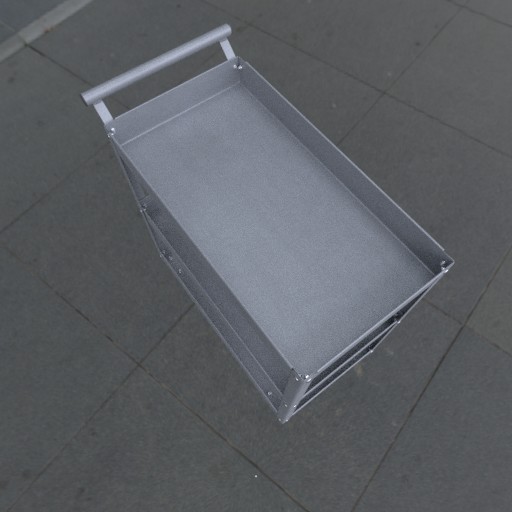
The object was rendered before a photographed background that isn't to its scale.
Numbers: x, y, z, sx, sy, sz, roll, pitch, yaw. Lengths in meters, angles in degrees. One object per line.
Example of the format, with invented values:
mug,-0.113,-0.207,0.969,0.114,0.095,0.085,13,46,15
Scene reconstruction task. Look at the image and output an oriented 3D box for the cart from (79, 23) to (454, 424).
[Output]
cart,0.000,0.000,1.169,0.366,0.780,0.719,-34,68,-15
